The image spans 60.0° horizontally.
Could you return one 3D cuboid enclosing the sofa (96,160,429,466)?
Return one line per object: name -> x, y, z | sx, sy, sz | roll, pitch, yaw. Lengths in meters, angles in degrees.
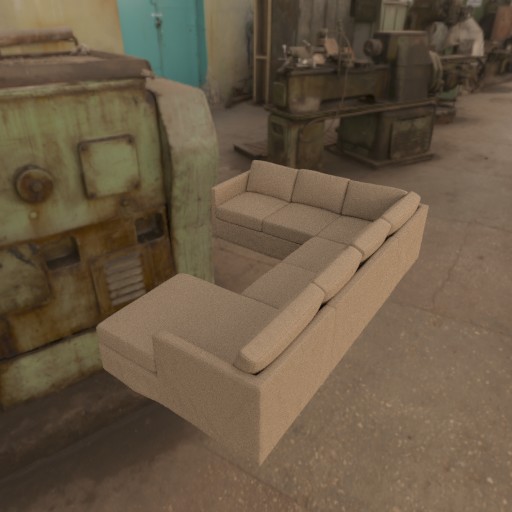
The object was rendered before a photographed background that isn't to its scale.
sofa -> 0.000, 0.000, 4.543 | 2.427, 0.882, 3.460 | 19, 34, 30
